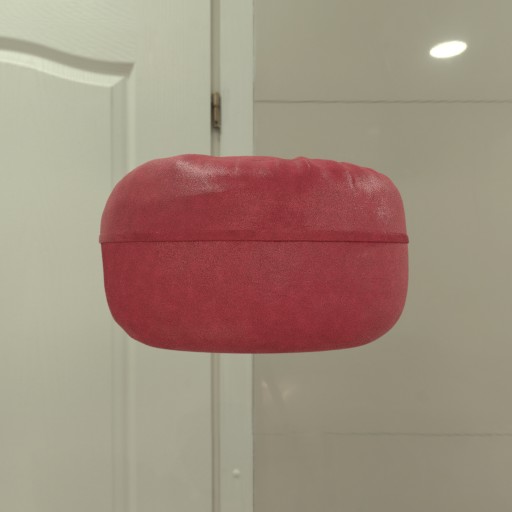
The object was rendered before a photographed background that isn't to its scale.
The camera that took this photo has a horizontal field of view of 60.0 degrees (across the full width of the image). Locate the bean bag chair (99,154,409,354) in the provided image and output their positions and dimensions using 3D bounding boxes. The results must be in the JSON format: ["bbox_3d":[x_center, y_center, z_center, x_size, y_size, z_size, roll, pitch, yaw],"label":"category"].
[{"bbox_3d":[0.000,0.000,2.437,1.524,0.878,1.524,0,0,0],"label":"bean bag chair"}]
